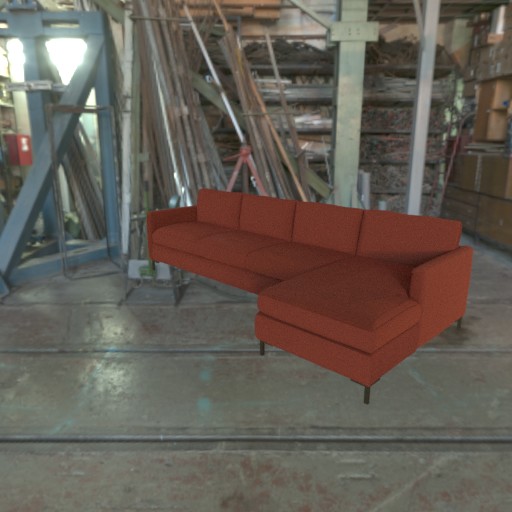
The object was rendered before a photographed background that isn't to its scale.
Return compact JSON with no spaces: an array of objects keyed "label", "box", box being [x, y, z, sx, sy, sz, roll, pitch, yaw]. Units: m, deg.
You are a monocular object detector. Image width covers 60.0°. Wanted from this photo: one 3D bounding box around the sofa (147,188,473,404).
[{"label":"sofa","box":[0.000,0.000,3.586,2.932,0.810,1.350,14,21,43]}]
